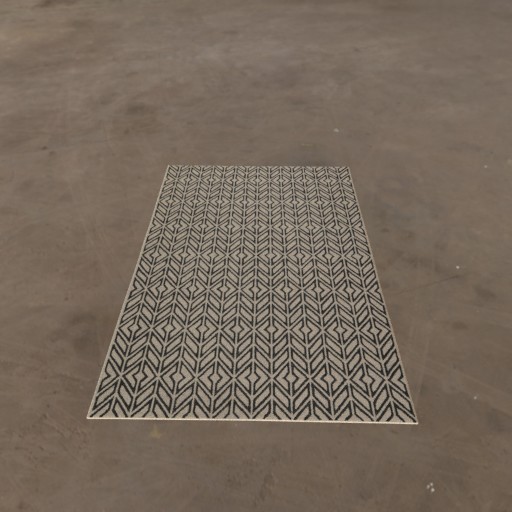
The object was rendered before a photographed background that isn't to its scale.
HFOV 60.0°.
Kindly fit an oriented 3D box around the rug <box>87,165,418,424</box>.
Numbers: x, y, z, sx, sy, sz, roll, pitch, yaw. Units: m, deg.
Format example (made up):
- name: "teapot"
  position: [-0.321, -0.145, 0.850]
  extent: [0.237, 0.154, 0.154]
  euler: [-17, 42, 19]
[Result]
- name: "rug"
  position: [0.000, 0.000, 2.311]
  extent: [1.220, 0.007, 1.828]
  euler: [1, 42, 1]
